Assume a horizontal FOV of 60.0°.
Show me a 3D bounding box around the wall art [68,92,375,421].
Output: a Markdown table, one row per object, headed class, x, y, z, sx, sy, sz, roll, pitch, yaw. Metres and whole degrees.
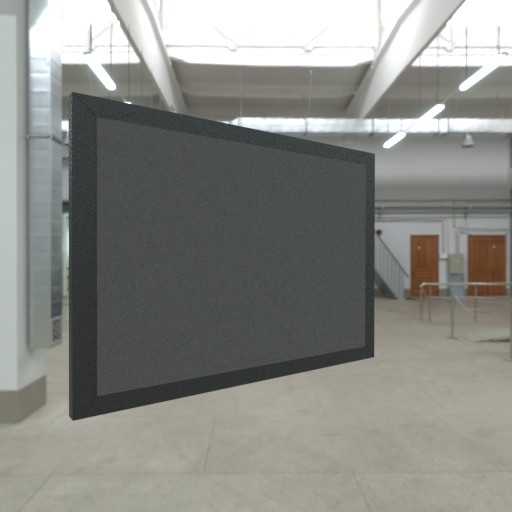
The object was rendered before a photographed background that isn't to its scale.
| class | x | y | z | sx | sy | sz | roll | pitch | yaw |
| --- | --- | --- | --- | --- | --- | --- | --- | --- | --- |
| wall art | 0.000 | 0.000 | 0.545 | 0.432 | 0.306 | 0.016 | 0 | 0 | -36 |
